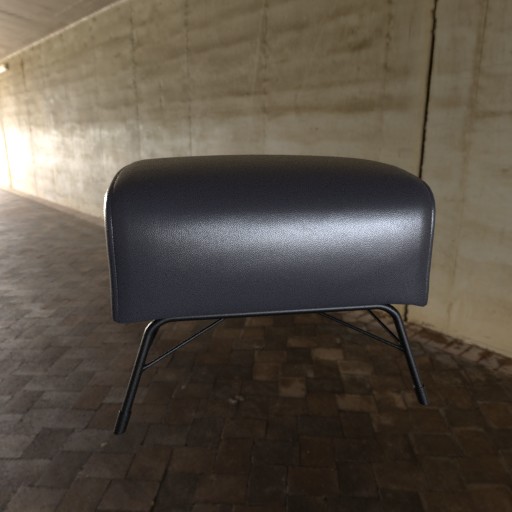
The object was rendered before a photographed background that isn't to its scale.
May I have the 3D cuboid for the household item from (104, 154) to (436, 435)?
[{"bbox_3d":[0.000,0.000,0.922,0.530,0.410,0.530,-2,15,-8],"label":"household item"}]
